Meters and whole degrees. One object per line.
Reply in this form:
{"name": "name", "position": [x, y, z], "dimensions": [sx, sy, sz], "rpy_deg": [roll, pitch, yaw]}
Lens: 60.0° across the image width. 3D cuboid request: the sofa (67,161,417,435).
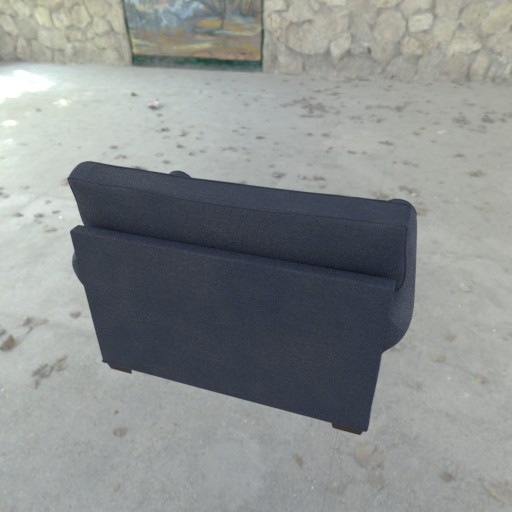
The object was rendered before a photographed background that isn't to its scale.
{"name": "sofa", "position": [0.000, 0.000, 2.087], "dimensions": [1.405, 1.004, 0.938], "rpy_deg": [10, 34, 15]}
